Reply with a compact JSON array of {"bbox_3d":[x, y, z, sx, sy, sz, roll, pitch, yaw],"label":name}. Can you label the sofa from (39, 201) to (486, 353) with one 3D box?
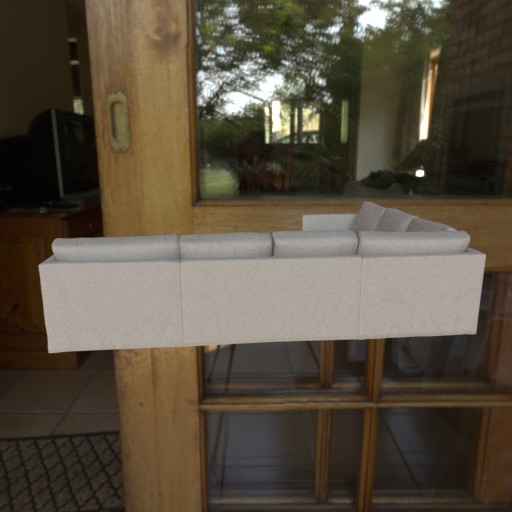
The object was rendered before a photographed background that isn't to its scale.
[{"bbox_3d":[0.000,0.000,4.578,3.460,0.882,2.427,-1,13,-6],"label":"sofa"}]
